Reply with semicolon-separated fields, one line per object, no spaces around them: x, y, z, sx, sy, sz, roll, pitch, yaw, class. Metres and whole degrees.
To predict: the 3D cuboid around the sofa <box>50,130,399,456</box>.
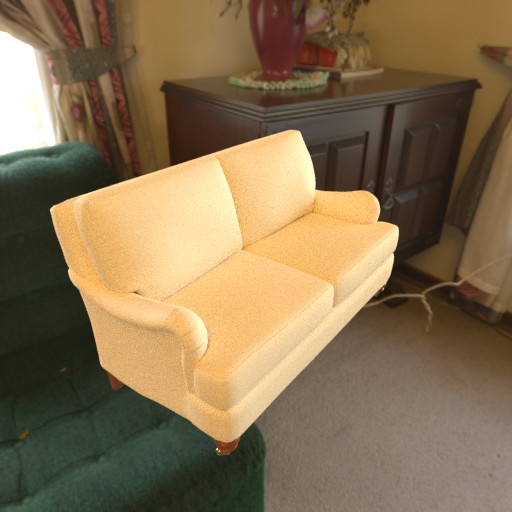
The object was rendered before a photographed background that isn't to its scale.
0.000;0.000;2.584;1.084;1.101;1.853;20;34;32;sofa
